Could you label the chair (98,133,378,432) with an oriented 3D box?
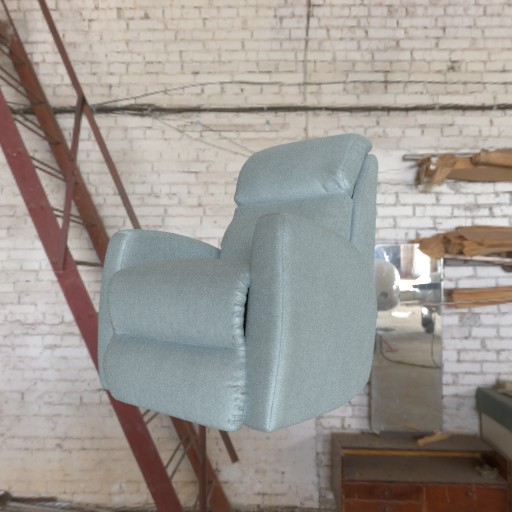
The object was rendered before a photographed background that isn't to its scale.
[{"bbox_3d":[0.000,0.000,1.669,0.794,1.016,0.940,-1,-2,37],"label":"chair"}]
